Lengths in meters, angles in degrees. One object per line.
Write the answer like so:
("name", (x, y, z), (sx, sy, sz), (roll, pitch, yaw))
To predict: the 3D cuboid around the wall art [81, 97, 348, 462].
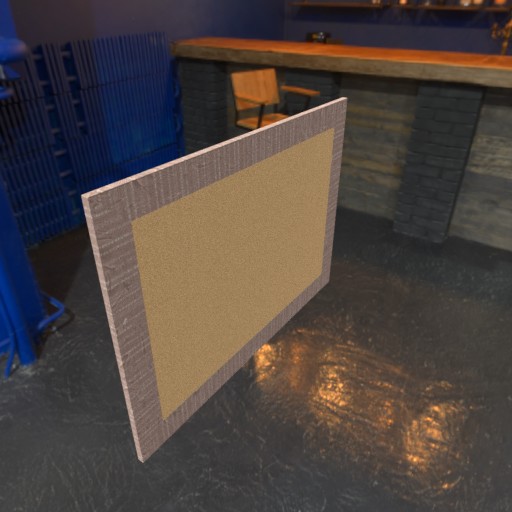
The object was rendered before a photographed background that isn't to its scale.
("wall art", (0.000, 0.000, 1.355), (0.020, 0.761, 1.056), (20, 36, 30))
